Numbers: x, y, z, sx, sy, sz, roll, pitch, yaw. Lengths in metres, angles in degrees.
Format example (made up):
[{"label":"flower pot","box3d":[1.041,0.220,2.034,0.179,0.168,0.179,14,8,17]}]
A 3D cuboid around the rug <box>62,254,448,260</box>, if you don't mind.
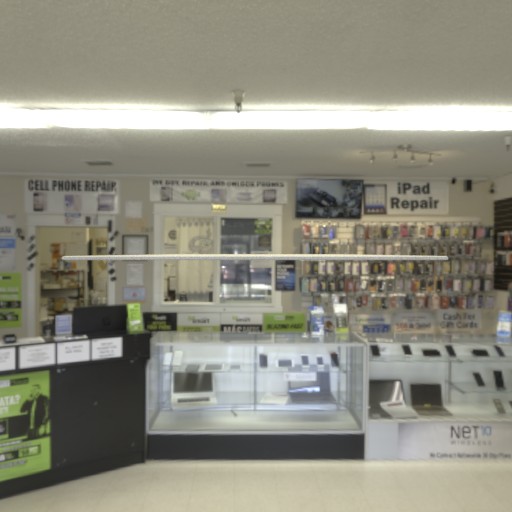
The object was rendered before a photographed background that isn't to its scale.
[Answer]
[{"label":"rug","box3d":[0.000,0.000,2.302,1.219,0.013,1.829,0,0,0]}]
